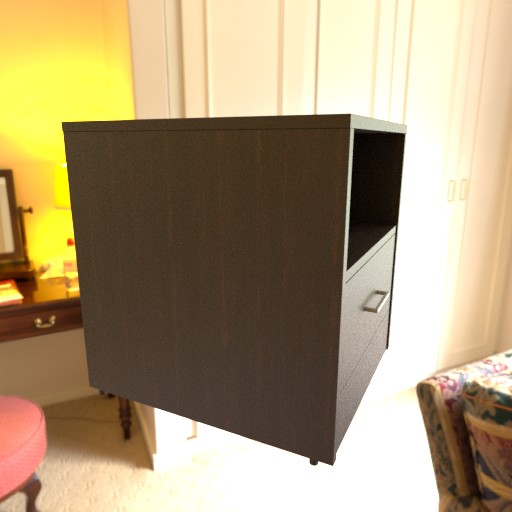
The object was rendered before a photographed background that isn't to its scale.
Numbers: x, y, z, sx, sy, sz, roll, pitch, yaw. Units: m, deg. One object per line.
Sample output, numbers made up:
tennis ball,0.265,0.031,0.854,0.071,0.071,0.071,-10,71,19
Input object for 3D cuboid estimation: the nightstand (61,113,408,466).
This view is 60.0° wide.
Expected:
nightstand,0.000,0.000,0.802,0.461,0.460,0.400,7,16,26
